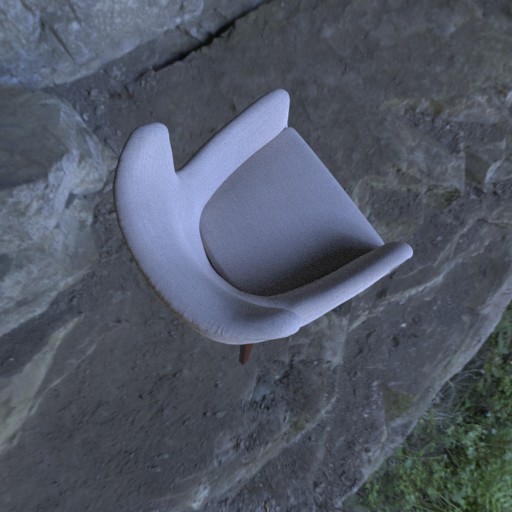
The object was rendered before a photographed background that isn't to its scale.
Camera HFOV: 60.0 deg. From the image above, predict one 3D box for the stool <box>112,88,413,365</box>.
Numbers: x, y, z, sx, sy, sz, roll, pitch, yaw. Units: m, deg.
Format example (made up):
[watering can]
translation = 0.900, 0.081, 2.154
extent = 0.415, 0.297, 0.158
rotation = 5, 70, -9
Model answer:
[stool]
translation = 0.000, 0.000, 1.381
extent = 0.563, 1.034, 0.556
rotation = -33, 78, -8
